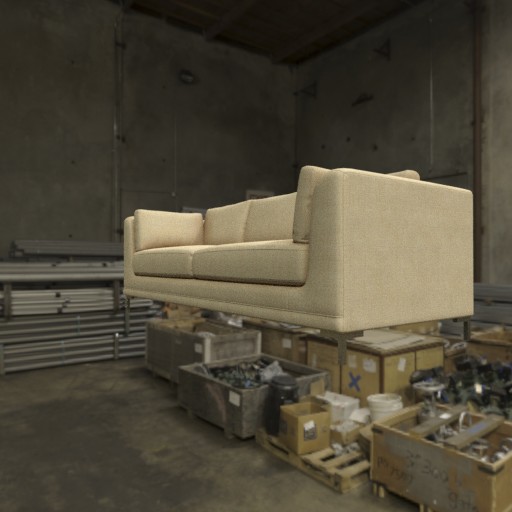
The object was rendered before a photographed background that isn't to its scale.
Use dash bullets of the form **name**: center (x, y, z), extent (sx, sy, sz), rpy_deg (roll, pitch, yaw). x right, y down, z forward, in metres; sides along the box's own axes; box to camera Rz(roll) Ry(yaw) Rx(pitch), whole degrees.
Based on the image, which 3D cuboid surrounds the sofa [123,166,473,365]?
- **sofa**: center (0.000, 0.000, 2.926), extent (0.969, 0.867, 2.415), rpy_deg (1, -1, -36)
